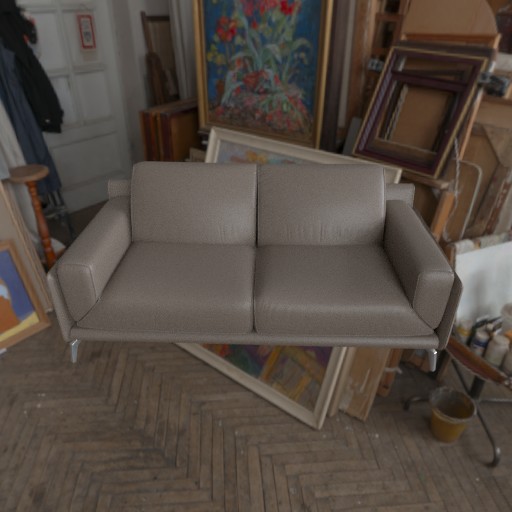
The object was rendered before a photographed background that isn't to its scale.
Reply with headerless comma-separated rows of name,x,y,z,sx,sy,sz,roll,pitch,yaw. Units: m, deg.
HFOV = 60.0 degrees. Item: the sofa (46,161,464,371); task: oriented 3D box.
sofa,0.000,0.000,2.640,2.101,0.930,1.049,1,31,2
